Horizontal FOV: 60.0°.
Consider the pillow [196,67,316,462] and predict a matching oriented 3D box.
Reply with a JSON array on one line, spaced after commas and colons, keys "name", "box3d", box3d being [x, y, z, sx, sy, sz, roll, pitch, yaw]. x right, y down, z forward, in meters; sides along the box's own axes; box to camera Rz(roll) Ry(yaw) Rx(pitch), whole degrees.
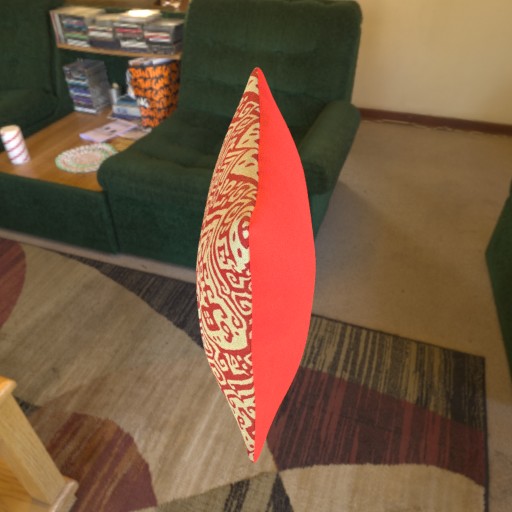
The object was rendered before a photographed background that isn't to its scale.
[{"name": "pillow", "box3d": [0.000, 0.000, 0.801, 0.192, 0.507, 0.522, 1, 40, 1]}]
